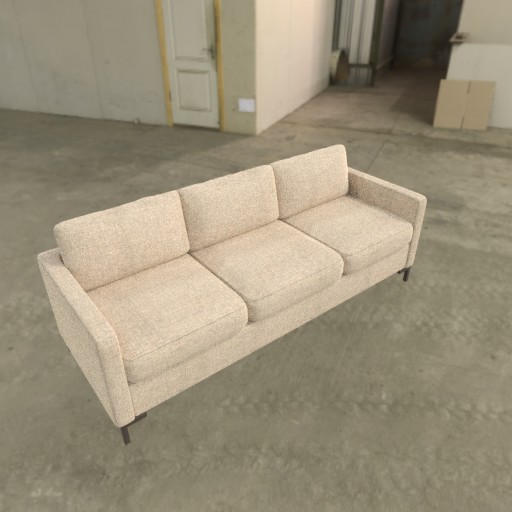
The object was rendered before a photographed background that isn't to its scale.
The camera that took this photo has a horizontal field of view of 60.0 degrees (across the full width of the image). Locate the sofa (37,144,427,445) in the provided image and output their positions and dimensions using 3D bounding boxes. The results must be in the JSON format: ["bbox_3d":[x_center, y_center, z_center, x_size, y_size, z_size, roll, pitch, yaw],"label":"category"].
[{"bbox_3d":[0.000,0.000,2.686,2.218,0.874,0.859,-22,38,-32],"label":"sofa"}]
